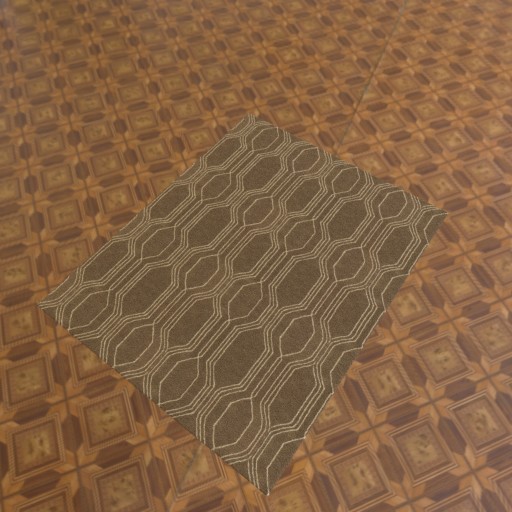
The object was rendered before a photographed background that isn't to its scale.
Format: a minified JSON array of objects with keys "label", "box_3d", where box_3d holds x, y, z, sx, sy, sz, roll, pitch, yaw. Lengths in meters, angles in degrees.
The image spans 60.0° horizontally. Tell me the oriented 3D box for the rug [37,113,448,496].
[{"label":"rug","box_3d":[0.000,0.000,4.102,2.457,0.012,3.062,32,63,18]}]
